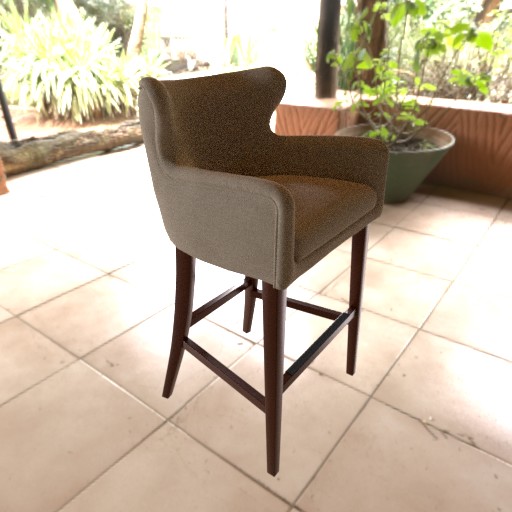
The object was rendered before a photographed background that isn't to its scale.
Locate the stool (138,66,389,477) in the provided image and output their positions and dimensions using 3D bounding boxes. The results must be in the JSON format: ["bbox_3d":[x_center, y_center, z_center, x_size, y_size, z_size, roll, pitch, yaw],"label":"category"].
[{"bbox_3d":[0.000,0.000,1.348,0.563,1.034,0.556,18,32,32],"label":"stool"}]
